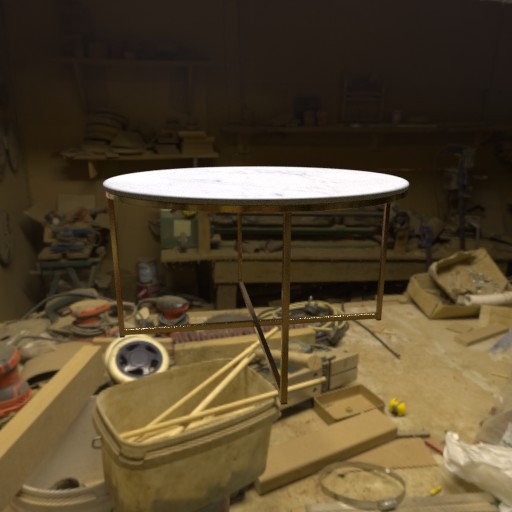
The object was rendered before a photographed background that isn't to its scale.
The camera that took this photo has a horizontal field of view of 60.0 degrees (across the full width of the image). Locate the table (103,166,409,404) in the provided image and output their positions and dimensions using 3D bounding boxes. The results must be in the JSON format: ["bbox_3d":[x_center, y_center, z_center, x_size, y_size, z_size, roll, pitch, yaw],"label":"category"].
[{"bbox_3d":[0.000,0.000,1.278,0.800,0.450,0.800,0,16,0],"label":"table"}]
